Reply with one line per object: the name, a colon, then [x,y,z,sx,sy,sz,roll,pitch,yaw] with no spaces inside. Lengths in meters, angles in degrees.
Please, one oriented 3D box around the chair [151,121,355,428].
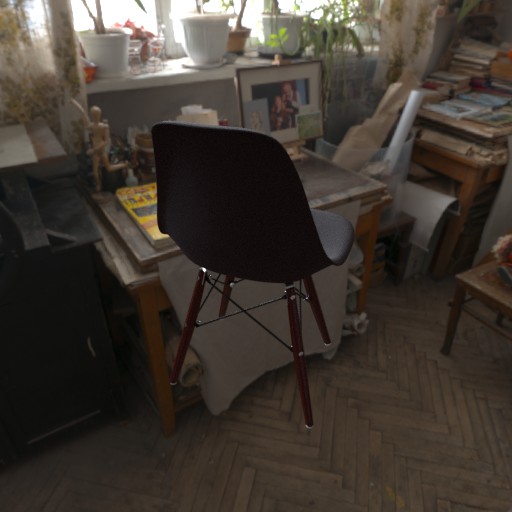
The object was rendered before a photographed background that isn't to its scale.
chair: [0.000,0.000,1.151,0.470,0.826,0.533,11,35,16]
